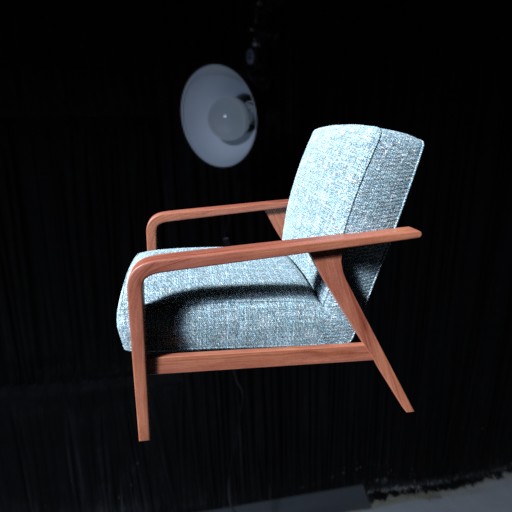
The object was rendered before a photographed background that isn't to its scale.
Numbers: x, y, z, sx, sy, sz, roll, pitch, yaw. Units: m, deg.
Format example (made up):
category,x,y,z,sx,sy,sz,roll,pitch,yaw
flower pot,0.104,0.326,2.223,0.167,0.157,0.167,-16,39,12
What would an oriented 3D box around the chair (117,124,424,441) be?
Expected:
category,x,y,z,sx,sy,sz,roll,pitch,yaw
chair,0.000,0.000,1.518,0.889,0.864,0.719,-3,16,-9
